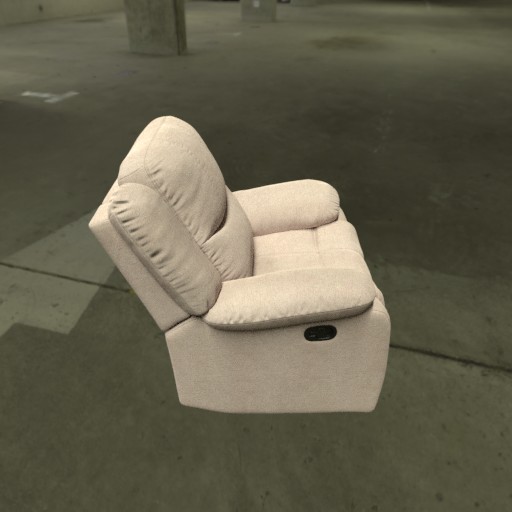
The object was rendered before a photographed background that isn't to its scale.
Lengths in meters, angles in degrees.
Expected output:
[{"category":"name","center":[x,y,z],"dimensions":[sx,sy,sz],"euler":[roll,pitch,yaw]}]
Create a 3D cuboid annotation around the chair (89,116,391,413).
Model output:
[{"category":"chair","center":[0.000,0.000,1.754],"dimensions":[0.944,1.008,0.899],"euler":[0,33,-1]}]
